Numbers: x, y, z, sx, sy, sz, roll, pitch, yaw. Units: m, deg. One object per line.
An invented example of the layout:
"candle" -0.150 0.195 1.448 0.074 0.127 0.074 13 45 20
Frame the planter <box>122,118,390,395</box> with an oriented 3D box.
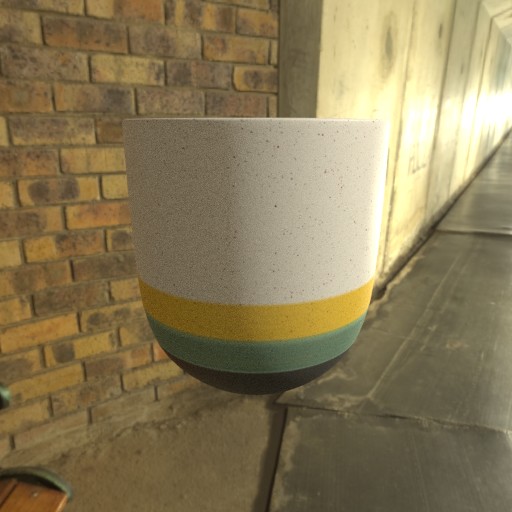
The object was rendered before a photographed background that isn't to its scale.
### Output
"planter" 0.000 0.000 0.365 0.195 0.214 0.195 0 16 0
